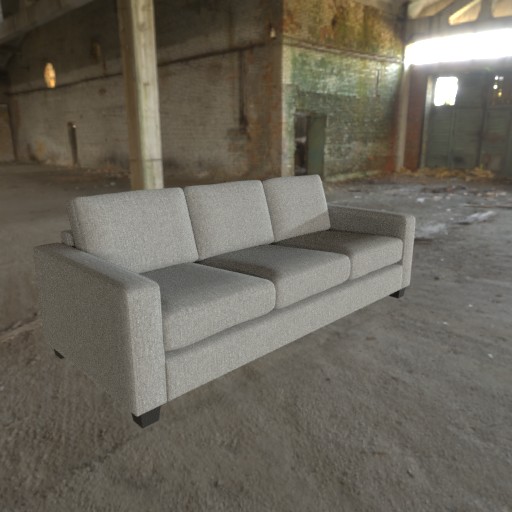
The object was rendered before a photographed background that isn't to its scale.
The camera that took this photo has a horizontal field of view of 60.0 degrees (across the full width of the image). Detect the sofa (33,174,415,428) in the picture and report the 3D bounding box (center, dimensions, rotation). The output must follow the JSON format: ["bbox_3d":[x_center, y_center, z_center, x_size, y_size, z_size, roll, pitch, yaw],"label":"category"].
[{"bbox_3d":[0.000,0.000,2.542,2.120,0.800,0.900,-15,21,-43],"label":"sofa"}]
